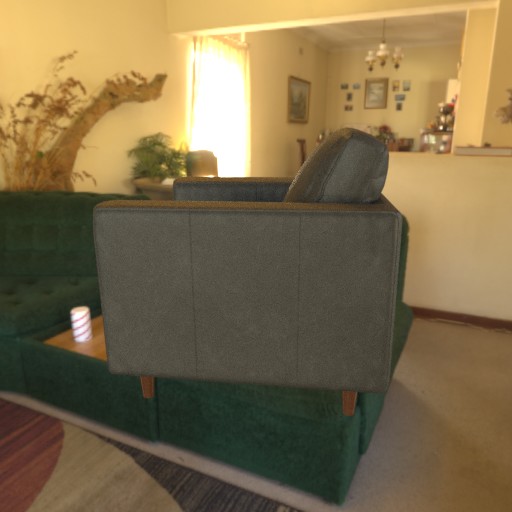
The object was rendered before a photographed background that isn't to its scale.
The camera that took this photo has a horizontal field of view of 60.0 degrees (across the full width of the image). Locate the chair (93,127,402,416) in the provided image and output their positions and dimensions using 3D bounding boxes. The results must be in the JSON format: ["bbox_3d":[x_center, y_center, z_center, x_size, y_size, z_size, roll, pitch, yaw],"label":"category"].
[{"bbox_3d":[0.000,0.000,1.617,0.879,0.898,0.831,2,16,8],"label":"chair"}]
